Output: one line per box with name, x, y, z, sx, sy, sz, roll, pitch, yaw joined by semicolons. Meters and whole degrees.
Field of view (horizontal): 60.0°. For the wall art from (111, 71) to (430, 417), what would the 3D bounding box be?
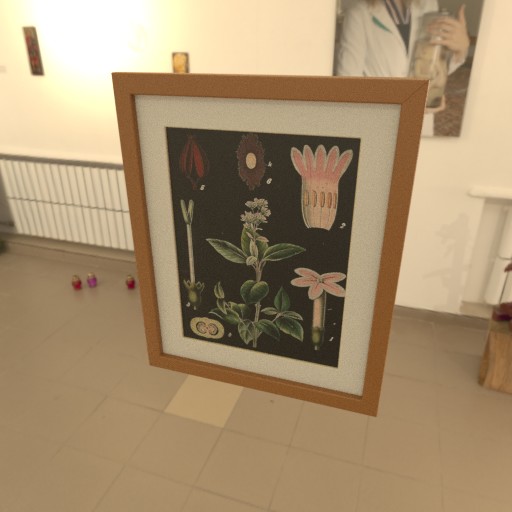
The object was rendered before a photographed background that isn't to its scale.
wall art;0.000;0.000;0.500;0.310;0.379;0.015;8;27;16
